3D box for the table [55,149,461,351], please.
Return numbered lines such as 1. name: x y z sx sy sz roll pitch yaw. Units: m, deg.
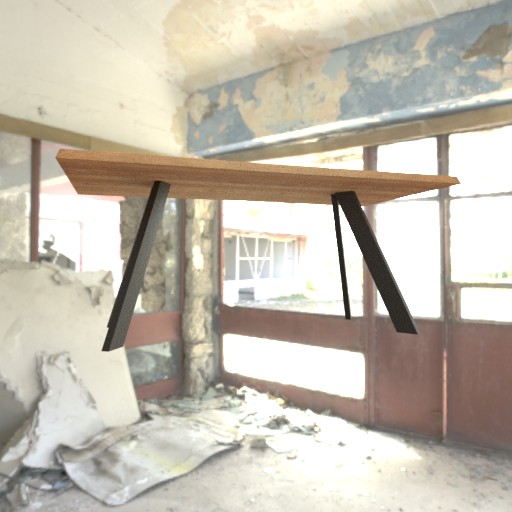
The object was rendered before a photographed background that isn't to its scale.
1. table: 0.000 0.000 2.297 1.800 0.770 0.900 0 -1 -17
